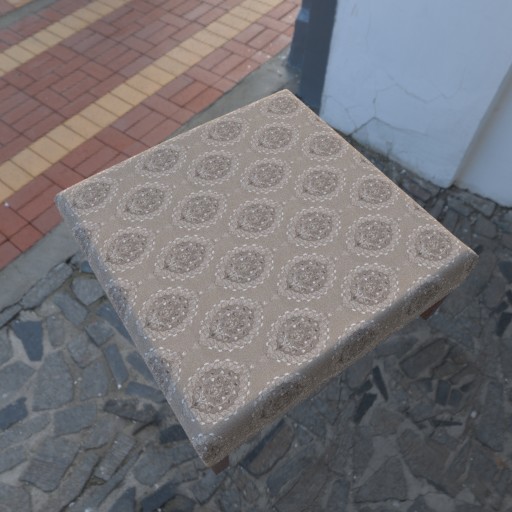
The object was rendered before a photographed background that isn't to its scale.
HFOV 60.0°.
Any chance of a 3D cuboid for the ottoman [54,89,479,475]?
[{"bbox_3d":[0.000,0.000,1.402,0.890,0.411,0.889,-30,62,-18],"label":"ottoman"}]
